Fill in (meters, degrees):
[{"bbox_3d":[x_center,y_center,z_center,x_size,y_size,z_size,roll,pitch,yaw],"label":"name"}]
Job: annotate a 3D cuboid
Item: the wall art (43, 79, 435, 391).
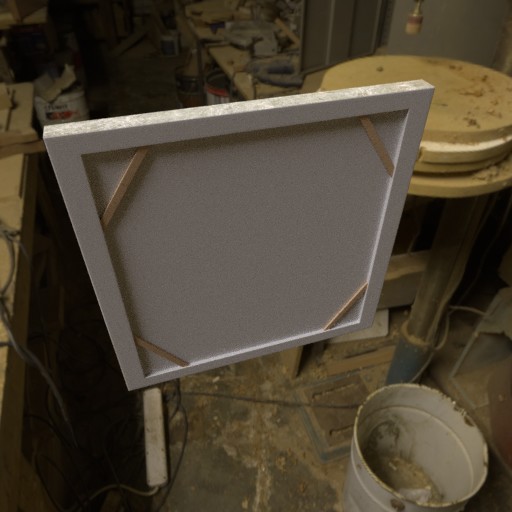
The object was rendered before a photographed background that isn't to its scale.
[{"bbox_3d":[0.000,0.000,0.876,0.610,0.610,0.038,-12,42,-13],"label":"wall art"}]
